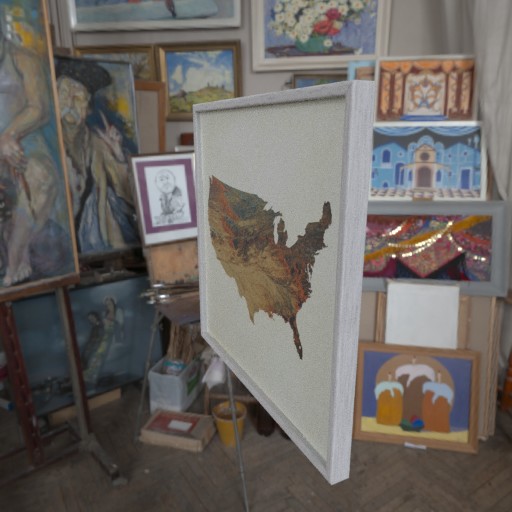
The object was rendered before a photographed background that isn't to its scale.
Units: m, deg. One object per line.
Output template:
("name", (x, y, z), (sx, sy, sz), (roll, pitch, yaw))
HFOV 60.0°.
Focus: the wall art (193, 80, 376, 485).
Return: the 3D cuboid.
("wall art", (0.000, 0.000, 1.898), (0.078, 1.288, 1.287), (-8, 18, -26))
